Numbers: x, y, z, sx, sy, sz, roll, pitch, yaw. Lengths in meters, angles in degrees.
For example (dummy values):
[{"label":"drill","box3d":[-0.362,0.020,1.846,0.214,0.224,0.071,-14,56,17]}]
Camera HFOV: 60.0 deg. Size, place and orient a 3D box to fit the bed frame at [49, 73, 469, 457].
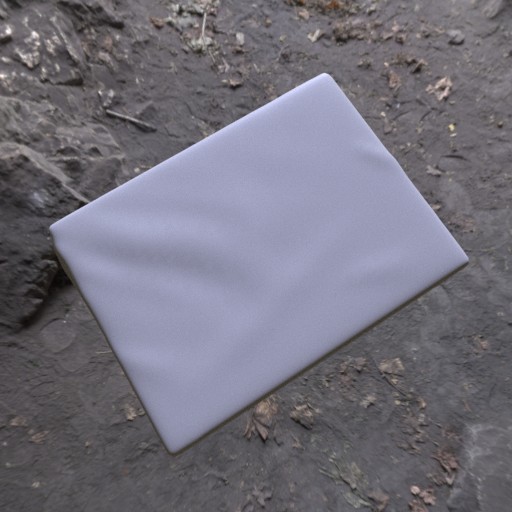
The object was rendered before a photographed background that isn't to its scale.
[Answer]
[{"label":"bed frame","box3d":[0.000,0.000,2.961,2.151,0.667,1.584,-31,78,-7]}]
